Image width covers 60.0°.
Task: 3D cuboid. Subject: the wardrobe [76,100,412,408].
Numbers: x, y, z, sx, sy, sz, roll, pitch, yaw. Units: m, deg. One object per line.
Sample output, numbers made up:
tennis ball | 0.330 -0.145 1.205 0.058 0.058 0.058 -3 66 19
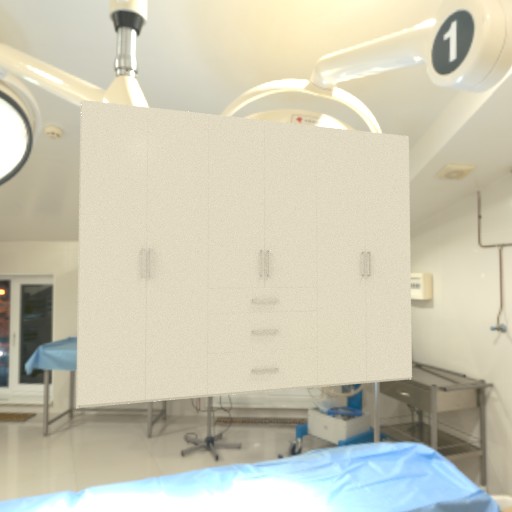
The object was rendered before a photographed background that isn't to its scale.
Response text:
wardrobe | 0.000 0.000 4.067 3.000 2.360 0.580 1 -2 -18
